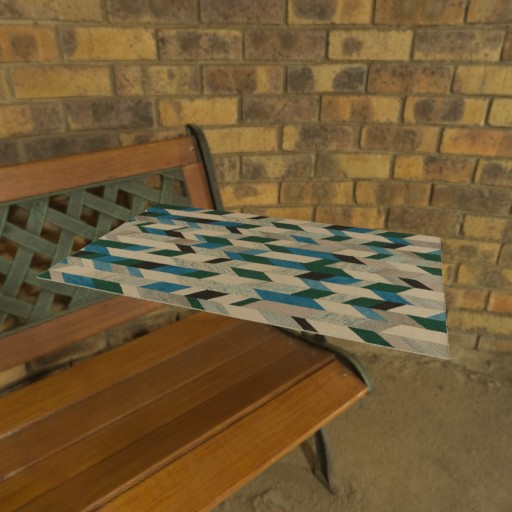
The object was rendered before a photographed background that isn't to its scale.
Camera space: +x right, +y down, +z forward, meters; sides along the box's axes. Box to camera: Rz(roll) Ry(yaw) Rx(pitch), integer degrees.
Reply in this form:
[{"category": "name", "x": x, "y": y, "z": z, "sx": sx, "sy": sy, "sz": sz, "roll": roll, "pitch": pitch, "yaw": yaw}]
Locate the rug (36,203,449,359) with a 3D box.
[{"category": "rug", "x": 0.000, "y": 0.000, "z": 3.067, "sx": 2.433, "sy": 0.007, "sz": 1.507, "roll": 9, "pitch": 27, "yaw": 17}]
